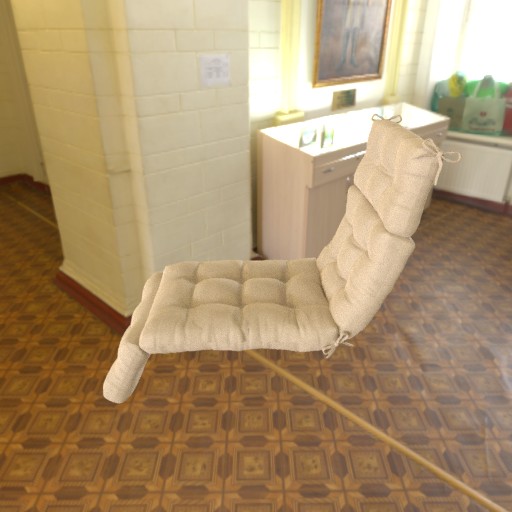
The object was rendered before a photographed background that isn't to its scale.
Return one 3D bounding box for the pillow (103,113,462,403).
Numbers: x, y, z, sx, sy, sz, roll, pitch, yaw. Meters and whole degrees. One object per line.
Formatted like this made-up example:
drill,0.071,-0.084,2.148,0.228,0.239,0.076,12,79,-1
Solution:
pillow,0.000,0.000,1.483,1.016,0.863,0.526,0,26,-1
